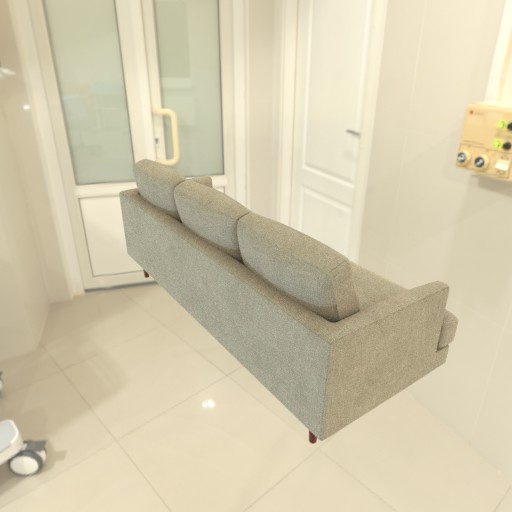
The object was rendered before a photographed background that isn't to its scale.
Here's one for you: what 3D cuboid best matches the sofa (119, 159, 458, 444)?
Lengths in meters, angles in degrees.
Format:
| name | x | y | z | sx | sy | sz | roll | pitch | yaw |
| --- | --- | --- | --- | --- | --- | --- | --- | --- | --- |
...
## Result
| name | x | y | z | sx | sy | sz | roll | pitch | yaw |
| --- | --- | --- | --- | --- | --- | --- | --- | --- | --- |
| sofa | 0.000 | 0.000 | 2.751 | 0.903 | 0.930 | 2.246 | -17 | 31 | -31 |
